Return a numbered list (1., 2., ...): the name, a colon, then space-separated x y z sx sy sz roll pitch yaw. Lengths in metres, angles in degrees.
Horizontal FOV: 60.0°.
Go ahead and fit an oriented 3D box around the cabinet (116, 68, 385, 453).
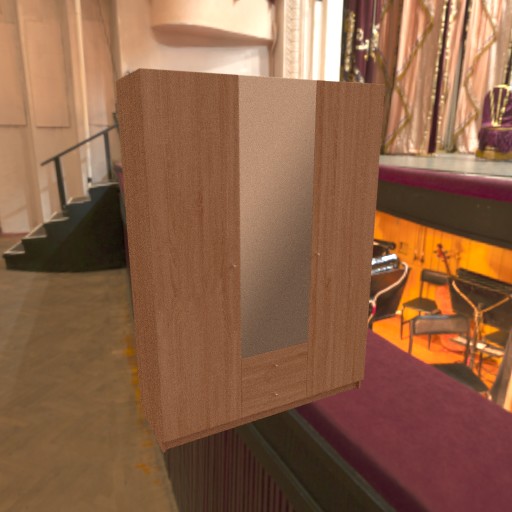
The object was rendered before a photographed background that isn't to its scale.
1. cabinet: 0.000 0.000 2.892 1.500 2.120 0.590 -8 17 -27
